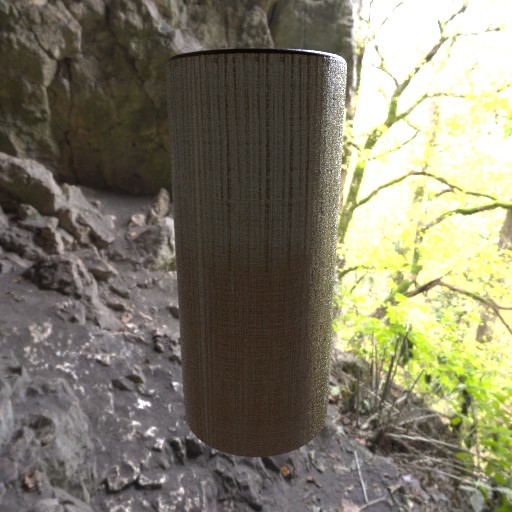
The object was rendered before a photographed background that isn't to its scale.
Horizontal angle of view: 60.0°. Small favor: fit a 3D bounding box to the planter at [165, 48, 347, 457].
[{"bbox_3d":[0.000,0.000,0.281,0.100,0.227,0.100,-3,17,-9],"label":"planter"}]
